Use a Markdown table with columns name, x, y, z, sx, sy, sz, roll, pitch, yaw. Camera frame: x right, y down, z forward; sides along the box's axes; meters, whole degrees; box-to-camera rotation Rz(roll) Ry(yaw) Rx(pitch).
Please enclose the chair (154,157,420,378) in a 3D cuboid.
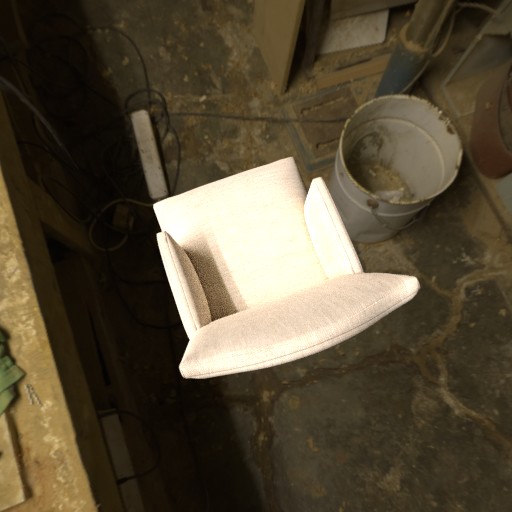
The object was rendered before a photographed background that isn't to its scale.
| name | x | y | z | sx | sy | sz | roll | pitch | yaw |
| --- | --- | --- | --- | --- | --- | --- | --- | --- | --- |
| chair | 0.000 | 0.000 | 1.355 | 0.533 | 1.016 | 0.641 | -20 | 77 | -5 |
